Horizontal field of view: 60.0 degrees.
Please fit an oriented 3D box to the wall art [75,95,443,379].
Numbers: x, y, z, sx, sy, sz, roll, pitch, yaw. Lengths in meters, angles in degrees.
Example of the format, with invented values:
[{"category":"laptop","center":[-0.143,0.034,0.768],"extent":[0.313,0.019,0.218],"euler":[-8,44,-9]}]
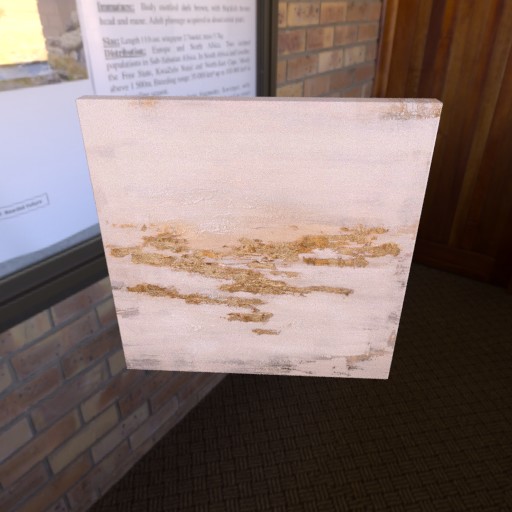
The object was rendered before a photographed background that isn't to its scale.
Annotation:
[{"category":"wall art","center":[0.000,0.000,0.902],"extent":[0.611,0.613,0.040],"euler":[2,30,3]}]
